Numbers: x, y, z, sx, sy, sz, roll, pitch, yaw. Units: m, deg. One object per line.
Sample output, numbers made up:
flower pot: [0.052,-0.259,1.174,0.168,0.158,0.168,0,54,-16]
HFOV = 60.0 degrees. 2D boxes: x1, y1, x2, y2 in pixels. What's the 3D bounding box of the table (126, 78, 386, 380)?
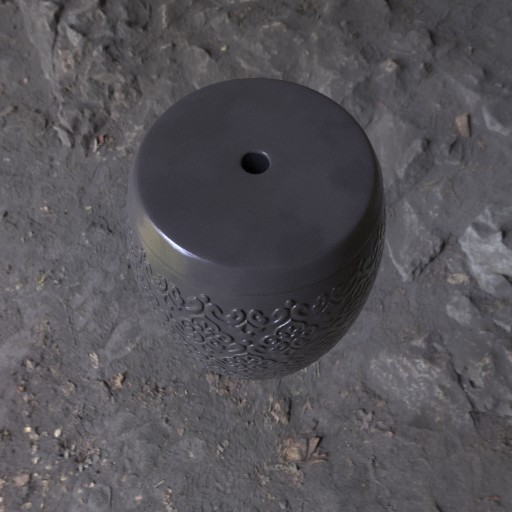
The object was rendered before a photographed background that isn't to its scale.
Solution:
table: [0.000,0.000,0.596,0.309,0.397,0.309,0,63,0]
